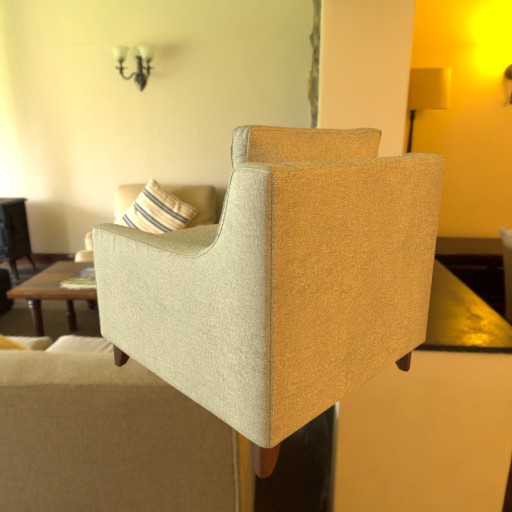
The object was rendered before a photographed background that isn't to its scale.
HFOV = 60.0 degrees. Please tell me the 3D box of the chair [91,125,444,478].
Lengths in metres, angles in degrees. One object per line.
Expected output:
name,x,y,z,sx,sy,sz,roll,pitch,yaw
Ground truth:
chair,0.000,0.000,1.548,0.838,0.864,0.918,-15,21,-43
